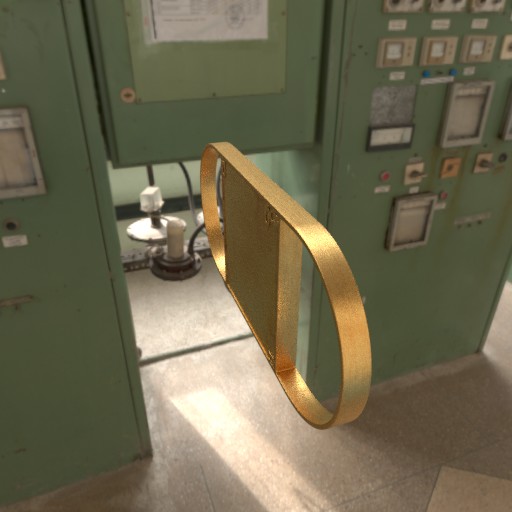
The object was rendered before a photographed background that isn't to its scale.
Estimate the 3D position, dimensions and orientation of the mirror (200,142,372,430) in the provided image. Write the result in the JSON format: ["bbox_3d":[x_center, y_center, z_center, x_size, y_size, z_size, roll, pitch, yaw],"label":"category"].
[{"bbox_3d":[0.000,0.000,0.677,0.032,0.254,0.584,-10,31,-17],"label":"mirror"}]
